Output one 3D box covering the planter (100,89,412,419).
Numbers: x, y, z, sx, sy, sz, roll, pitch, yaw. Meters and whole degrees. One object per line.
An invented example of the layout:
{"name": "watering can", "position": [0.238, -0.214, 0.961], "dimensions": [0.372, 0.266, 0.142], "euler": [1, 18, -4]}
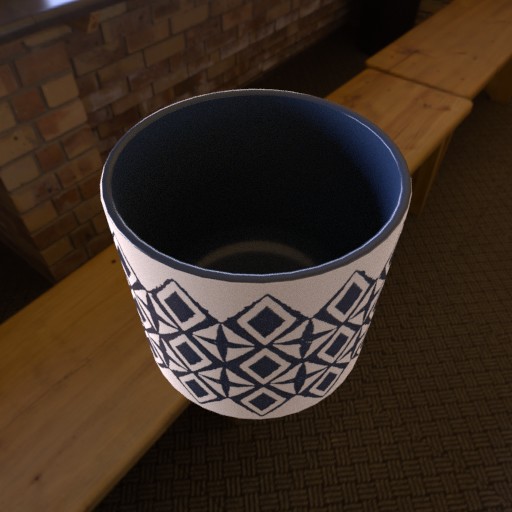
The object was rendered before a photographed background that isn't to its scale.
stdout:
{"name": "planter", "position": [0.000, 0.000, 0.324], "dimensions": [0.182, 0.165, 0.182], "euler": [0, 48, 0]}
